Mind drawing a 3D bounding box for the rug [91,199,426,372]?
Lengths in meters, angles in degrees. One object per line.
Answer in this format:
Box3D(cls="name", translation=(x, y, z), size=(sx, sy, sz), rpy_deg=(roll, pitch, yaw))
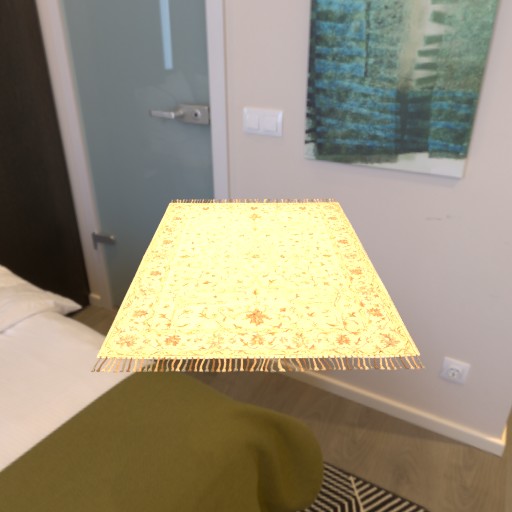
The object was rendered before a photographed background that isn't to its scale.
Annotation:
Box3D(cls="rug", translation=(0.000, 0.000, 2.418), size=(1.218, 0.017, 1.861), rpy_deg=(0, 26, -1))
